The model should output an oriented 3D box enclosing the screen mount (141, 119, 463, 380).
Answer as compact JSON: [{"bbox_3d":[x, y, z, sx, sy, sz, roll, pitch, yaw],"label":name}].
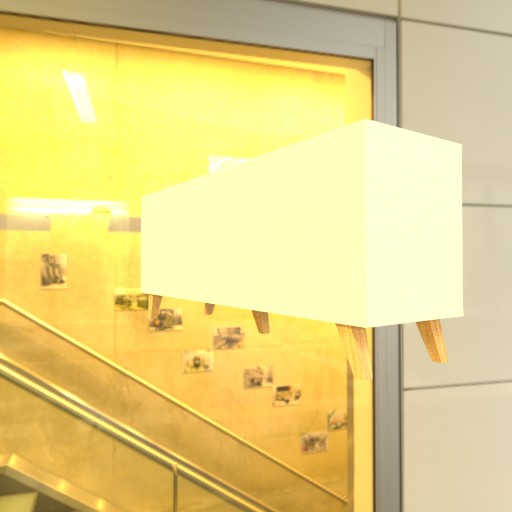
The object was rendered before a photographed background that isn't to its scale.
[{"bbox_3d":[0.000,0.000,1.757,0.400,0.619,1.490,1,-1,-34],"label":"screen mount"}]
